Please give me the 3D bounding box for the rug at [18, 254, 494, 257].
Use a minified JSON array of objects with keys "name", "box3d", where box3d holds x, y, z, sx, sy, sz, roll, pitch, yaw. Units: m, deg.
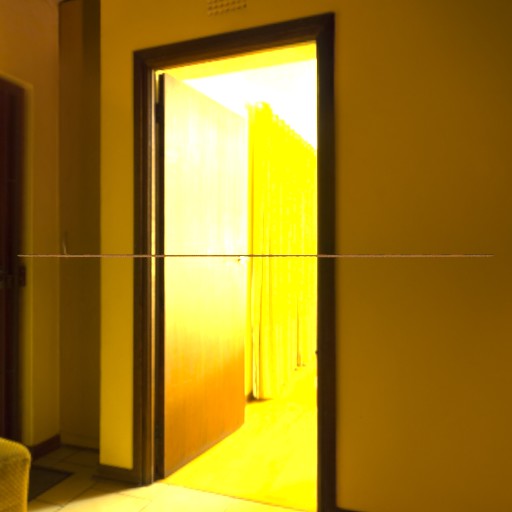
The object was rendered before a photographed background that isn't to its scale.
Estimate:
[{"name":"rug","box3d":[0.000,0.000,3.030,2.447,0.011,1.520,0,0,0]}]
